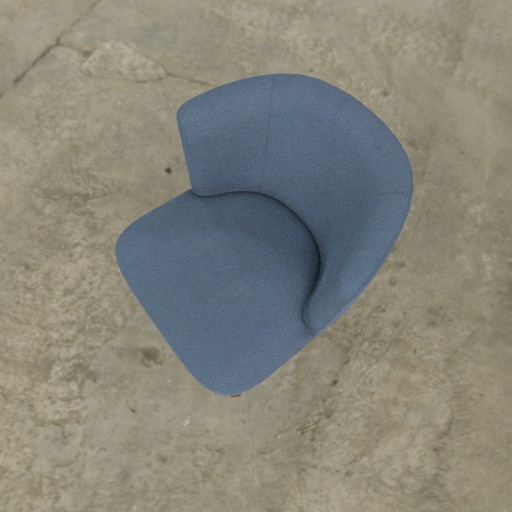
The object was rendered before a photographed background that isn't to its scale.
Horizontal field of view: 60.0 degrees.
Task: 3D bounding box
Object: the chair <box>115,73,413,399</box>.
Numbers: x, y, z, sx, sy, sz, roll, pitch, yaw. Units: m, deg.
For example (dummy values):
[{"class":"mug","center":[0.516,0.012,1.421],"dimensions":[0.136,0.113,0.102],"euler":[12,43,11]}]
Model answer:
[{"class":"chair","center":[0.000,0.000,1.318],"dimensions":[0.702,0.760,0.661],"euler":[-35,68,-16]}]
